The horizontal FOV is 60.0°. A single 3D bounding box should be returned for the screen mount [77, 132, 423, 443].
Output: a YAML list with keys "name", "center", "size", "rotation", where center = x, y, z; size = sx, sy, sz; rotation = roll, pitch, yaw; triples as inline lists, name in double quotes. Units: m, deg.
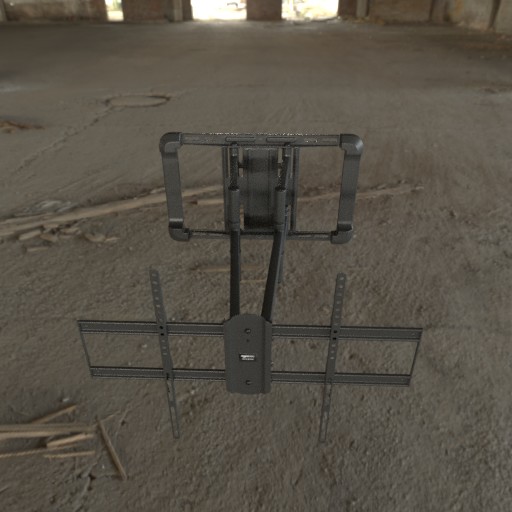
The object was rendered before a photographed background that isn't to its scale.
- name: "screen mount"
  center: [0.000, 0.000, 1.310]
  size: [0.725, 0.483, 0.905]
  rotation: [1, 31, 2]
